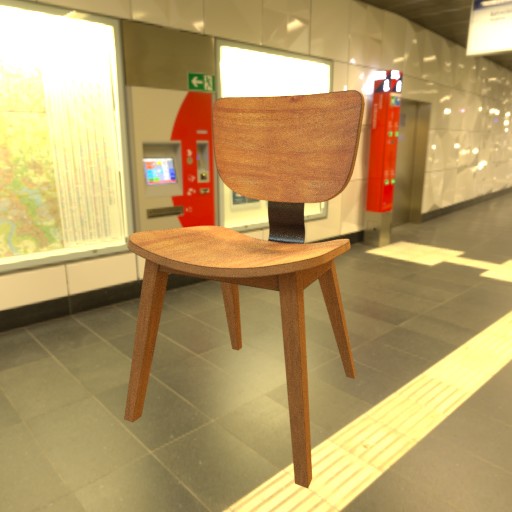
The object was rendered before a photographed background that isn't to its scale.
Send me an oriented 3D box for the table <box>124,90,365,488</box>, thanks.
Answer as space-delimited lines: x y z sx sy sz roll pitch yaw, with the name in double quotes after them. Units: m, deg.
0.000 0.000 1.123 0.499 0.805 0.500 7 16 27 "table"
